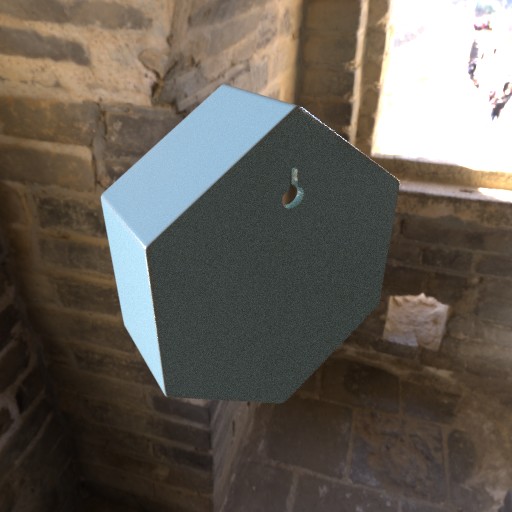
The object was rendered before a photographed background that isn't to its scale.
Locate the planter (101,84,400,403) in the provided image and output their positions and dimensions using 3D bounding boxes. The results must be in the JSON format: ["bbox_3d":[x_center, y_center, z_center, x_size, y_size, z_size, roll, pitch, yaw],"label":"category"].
[{"bbox_3d":[0.000,0.000,0.295,0.169,0.207,0.078,-17,34,-27],"label":"planter"}]
